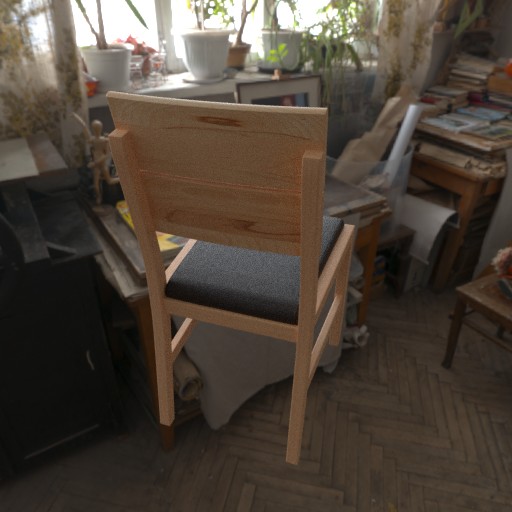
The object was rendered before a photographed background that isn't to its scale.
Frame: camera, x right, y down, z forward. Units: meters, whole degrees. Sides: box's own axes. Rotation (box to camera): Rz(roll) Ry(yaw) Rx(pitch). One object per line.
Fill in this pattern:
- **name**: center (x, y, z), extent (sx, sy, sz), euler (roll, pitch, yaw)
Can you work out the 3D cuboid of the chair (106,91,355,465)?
- **chair**: center (0.000, 0.000, 1.243), extent (0.475, 0.950, 0.560), euler (10, 33, 16)
